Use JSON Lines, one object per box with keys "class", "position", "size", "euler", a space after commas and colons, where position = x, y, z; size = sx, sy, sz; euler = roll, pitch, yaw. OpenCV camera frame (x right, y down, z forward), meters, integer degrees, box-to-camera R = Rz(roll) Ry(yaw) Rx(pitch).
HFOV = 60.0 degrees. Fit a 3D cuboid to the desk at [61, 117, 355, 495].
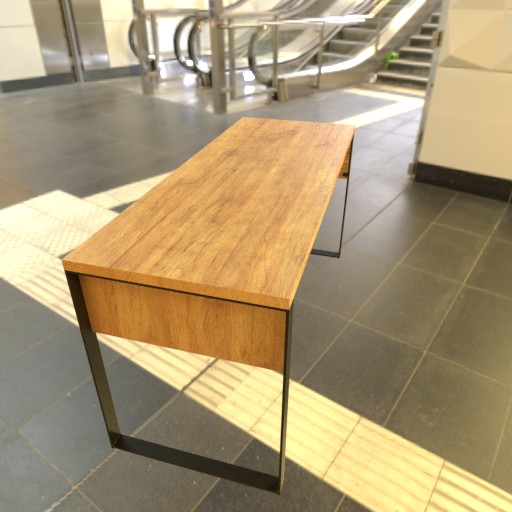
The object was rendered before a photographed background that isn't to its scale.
{"class": "desk", "position": [0.000, 0.000, 1.879], "size": [0.600, 0.760, 1.520], "euler": [9, 32, 14]}
